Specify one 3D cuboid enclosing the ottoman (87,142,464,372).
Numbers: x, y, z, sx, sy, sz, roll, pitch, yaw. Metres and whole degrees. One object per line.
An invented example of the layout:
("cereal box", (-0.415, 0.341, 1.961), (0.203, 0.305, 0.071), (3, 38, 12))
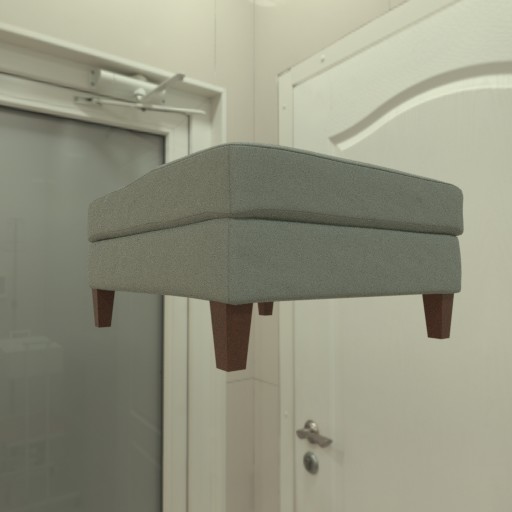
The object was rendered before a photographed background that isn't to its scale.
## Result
("ottoman", (0.000, 0.000, 1.455), (0.842, 0.494, 0.991), (1, -3, -36))
